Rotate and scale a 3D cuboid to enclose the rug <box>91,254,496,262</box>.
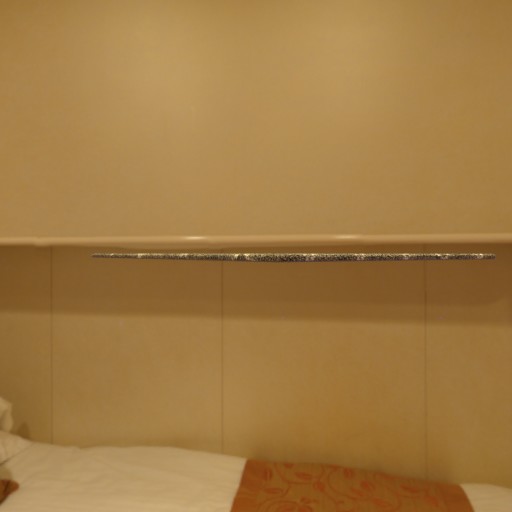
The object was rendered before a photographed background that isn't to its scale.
[{"bbox_3d":[0.000,0.000,2.990,1.524,0.030,2.438,0,0,-35],"label":"rug"}]
